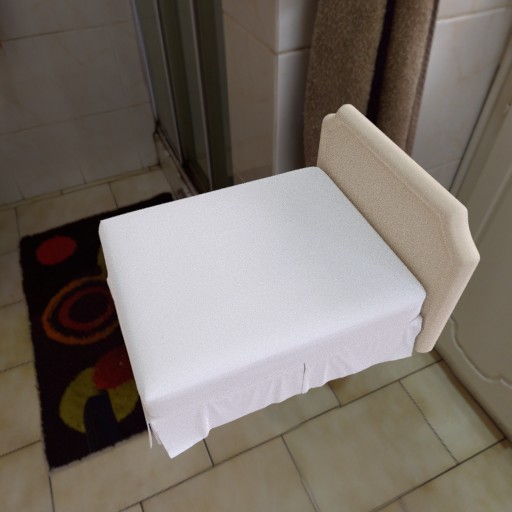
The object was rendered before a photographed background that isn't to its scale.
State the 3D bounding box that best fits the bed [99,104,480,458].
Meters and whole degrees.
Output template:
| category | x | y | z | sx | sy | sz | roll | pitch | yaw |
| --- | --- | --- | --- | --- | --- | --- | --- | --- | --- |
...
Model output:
| category | x | y | z | sx | sy | sz | roll | pitch | yaw |
| --- | --- | --- | --- | --- | --- | --- | --- | --- | --- |
| bed | 0.000 | 0.000 | 3.250 | 2.209 | 1.296 | 1.827 | -17 | 49 | -15 |
